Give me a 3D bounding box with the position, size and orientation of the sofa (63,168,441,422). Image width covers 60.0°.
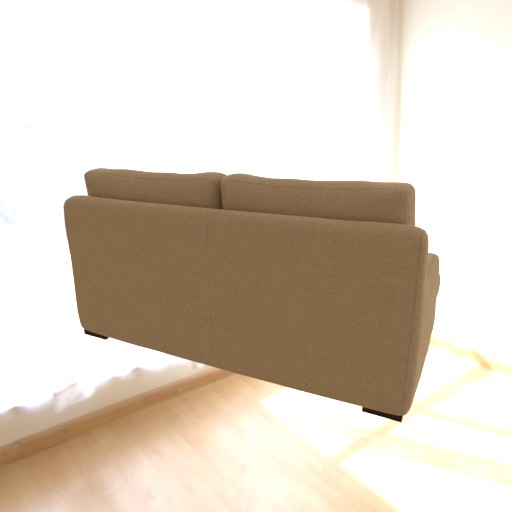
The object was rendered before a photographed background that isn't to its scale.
[{"bbox_3d":[0.000,0.000,2.465,1.885,0.967,0.962,8,18,26],"label":"sofa"}]
